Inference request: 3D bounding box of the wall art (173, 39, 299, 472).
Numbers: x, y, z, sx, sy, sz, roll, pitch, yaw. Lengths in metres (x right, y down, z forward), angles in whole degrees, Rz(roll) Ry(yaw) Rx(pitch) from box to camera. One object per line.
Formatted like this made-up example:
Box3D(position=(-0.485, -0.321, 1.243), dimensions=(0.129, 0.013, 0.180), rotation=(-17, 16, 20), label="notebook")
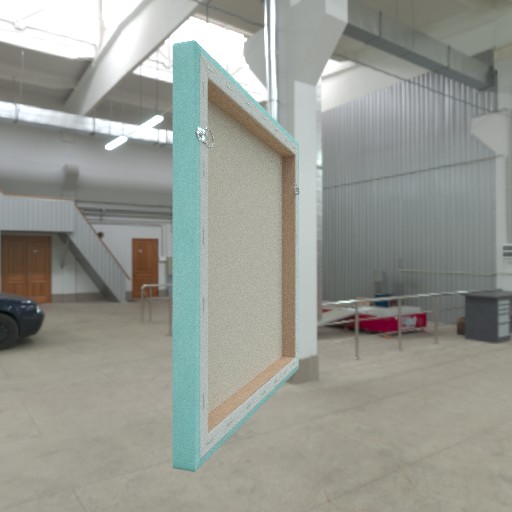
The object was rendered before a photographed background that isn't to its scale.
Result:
Box3D(position=(0.000, 0.000, 1.148), dimensions=(0.054, 0.766, 0.765), rotation=(0, 0, 19), label="wall art")
